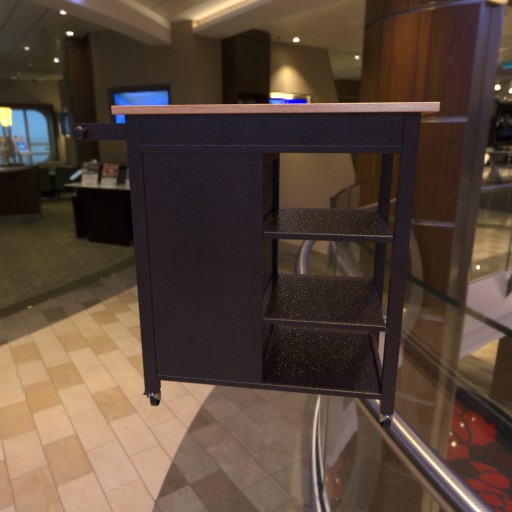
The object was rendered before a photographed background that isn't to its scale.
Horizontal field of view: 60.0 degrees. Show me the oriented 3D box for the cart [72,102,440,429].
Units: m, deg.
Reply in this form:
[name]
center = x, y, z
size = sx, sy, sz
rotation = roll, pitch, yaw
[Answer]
[cart]
center = 0.000, 0.000, 1.402
size = 0.914, 0.878, 0.472
rotation = 2, 15, 9
